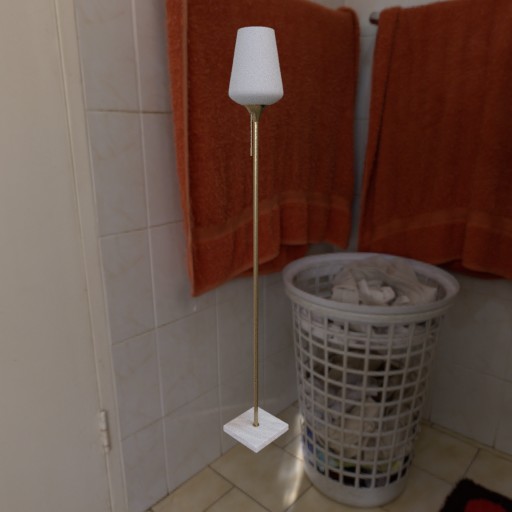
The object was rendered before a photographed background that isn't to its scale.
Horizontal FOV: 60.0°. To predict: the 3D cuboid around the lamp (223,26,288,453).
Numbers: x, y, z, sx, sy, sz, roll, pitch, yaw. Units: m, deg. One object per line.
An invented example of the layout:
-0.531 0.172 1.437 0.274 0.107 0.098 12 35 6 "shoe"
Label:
0.000 0.000 1.964 0.229 1.813 0.232 15 22 42 "lamp"
